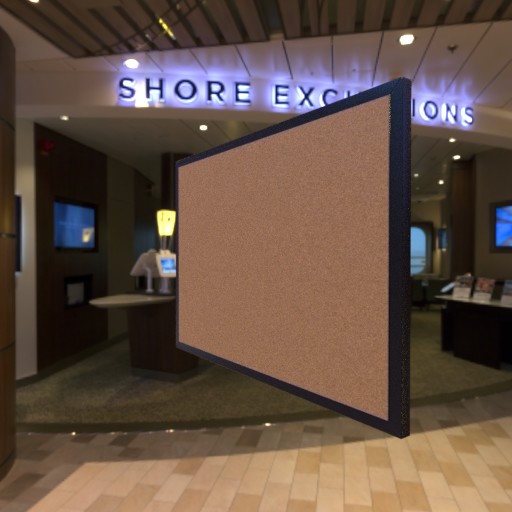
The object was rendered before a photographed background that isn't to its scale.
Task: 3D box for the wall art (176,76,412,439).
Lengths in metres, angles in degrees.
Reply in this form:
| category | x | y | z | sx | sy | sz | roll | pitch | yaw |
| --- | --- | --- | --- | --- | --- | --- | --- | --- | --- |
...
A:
| category | x | y | z | sx | sy | sz | roll | pitch | yaw |
| --- | --- | --- | --- | --- | --- | --- | --- | --- | --- |
| wall art | 0.000 | 0.000 | 0.556 | 0.013 | 0.306 | 0.440 | -1 | 1 | -36 |
